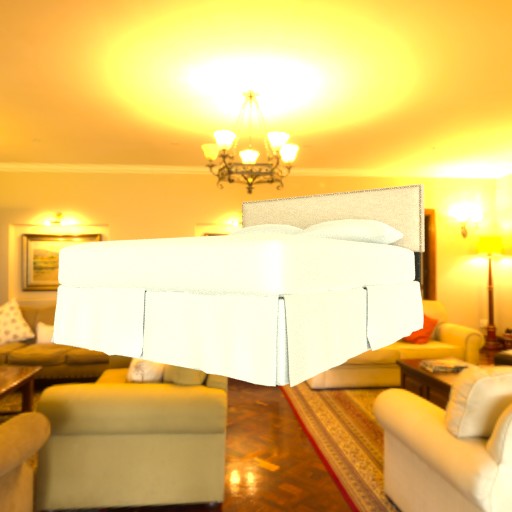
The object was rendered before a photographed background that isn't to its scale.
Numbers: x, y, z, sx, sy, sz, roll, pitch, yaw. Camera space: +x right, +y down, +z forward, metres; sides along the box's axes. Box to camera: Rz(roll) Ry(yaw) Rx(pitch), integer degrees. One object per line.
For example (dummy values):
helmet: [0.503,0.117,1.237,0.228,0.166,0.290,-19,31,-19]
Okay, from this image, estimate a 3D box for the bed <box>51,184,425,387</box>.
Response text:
bed: [0.000,0.000,2.821,1.616,1.016,1.876,-1,-1,36]
